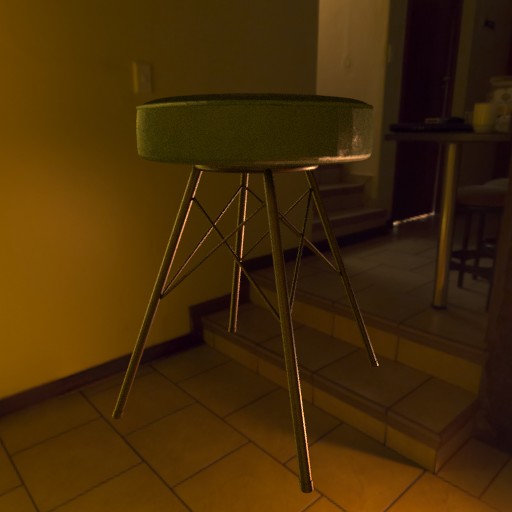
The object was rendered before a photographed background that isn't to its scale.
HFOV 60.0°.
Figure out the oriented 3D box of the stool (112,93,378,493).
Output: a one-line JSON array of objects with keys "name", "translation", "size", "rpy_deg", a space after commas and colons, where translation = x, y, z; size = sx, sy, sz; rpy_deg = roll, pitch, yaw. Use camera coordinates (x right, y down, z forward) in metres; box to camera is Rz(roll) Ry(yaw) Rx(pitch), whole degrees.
[{"name": "stool", "translation": [0.000, 0.000, 0.892], "size": [0.430, 0.595, 0.457], "rpy_deg": [8, 17, 27]}]
